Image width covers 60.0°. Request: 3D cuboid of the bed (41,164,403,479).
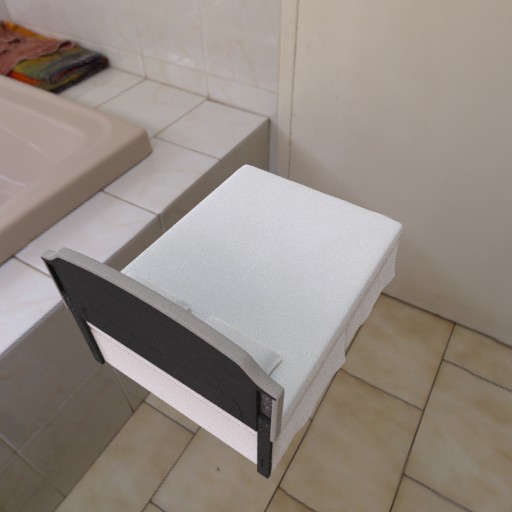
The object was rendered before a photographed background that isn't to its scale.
[{"bbox_3d":[0.000,0.000,3.025,1.558,1.270,1.999,25,51,22],"label":"bed"}]
